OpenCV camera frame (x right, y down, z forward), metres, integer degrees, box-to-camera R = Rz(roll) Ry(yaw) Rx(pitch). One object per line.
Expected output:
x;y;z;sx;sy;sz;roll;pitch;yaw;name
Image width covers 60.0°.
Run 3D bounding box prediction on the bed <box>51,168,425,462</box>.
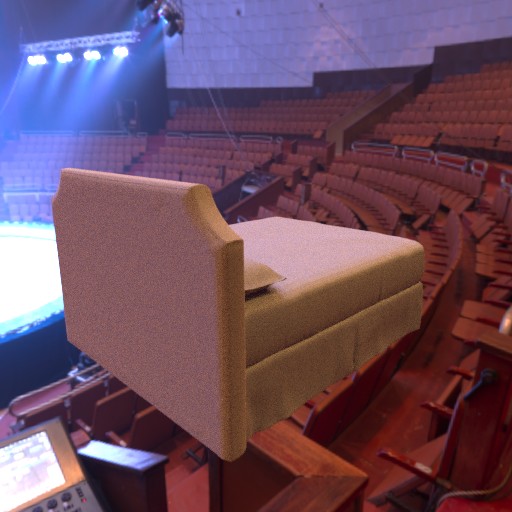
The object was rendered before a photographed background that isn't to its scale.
0.000;0.000;3.226;2.164;1.297;1.828;-15;21;-43;bed
